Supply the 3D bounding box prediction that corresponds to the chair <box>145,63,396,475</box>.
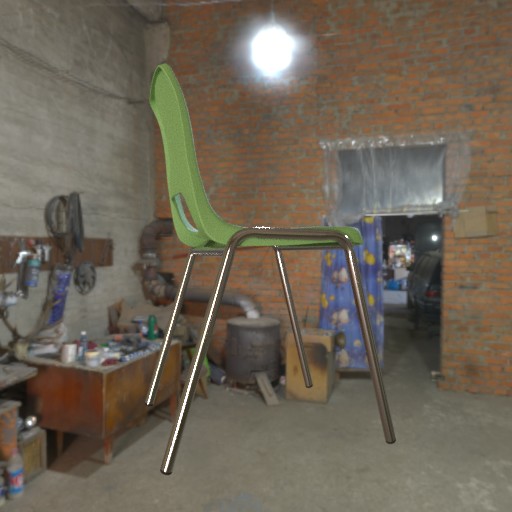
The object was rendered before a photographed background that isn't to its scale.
[{"bbox_3d":[0.000,0.000,0.940,0.436,0.704,0.381,0,1,-18],"label":"chair"}]
